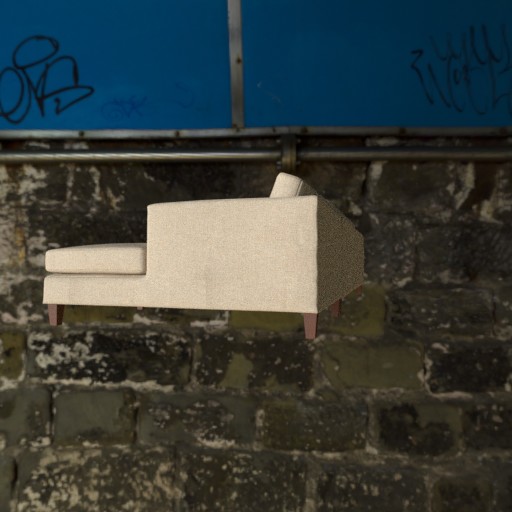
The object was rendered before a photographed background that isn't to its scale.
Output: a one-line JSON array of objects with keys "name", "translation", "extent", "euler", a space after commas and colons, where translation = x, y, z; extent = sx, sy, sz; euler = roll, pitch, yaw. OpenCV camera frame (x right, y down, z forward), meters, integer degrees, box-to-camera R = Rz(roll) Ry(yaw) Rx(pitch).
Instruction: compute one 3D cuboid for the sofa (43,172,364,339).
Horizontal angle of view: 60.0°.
[{"name": "sofa", "translation": [0.000, 0.000, 3.845], "extent": [1.625, 0.846, 3.186], "euler": [0, -1, 17]}]
